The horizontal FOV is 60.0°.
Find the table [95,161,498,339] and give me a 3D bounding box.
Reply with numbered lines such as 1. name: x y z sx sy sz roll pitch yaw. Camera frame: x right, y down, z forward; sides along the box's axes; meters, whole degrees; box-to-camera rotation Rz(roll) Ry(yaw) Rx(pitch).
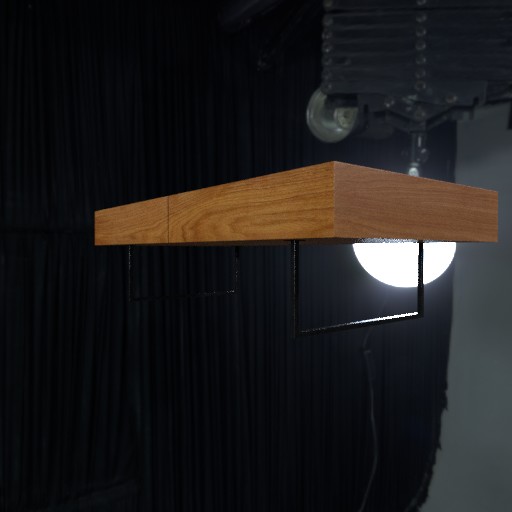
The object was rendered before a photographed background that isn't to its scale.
1. table: 0.000 0.000 1.397 0.610 0.330 1.194 0 1 -38
